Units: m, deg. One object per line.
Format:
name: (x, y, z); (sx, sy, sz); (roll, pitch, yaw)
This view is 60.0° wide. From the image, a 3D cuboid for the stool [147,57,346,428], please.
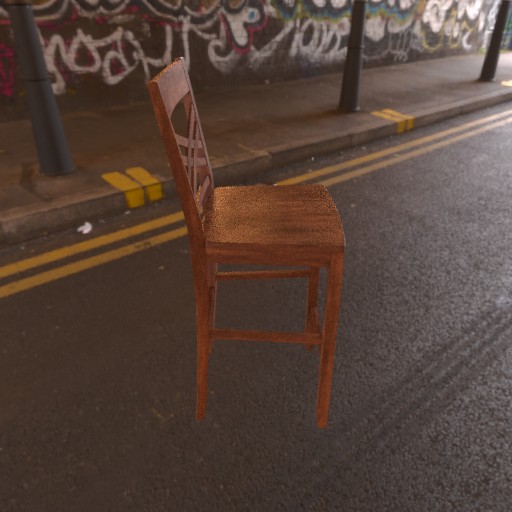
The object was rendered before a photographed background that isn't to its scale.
stool: (0.000, 0.000, 1.396); (0.487, 1.105, 0.433); (0, 31, 0)
